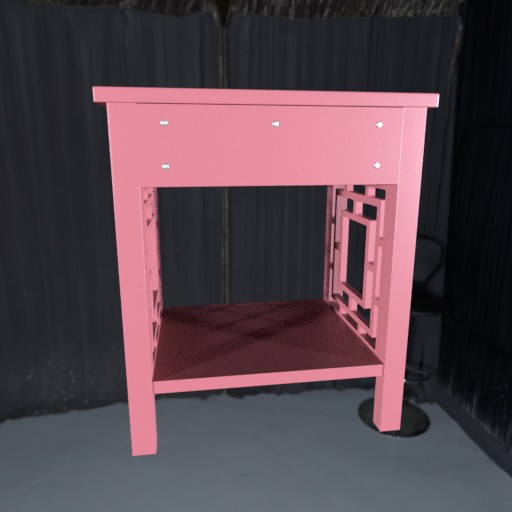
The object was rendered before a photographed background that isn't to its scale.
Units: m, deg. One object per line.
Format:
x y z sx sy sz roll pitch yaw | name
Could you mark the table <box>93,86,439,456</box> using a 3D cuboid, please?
0.000 0.000 1.049 0.599 0.686 0.451 -2 14 -9 | table
